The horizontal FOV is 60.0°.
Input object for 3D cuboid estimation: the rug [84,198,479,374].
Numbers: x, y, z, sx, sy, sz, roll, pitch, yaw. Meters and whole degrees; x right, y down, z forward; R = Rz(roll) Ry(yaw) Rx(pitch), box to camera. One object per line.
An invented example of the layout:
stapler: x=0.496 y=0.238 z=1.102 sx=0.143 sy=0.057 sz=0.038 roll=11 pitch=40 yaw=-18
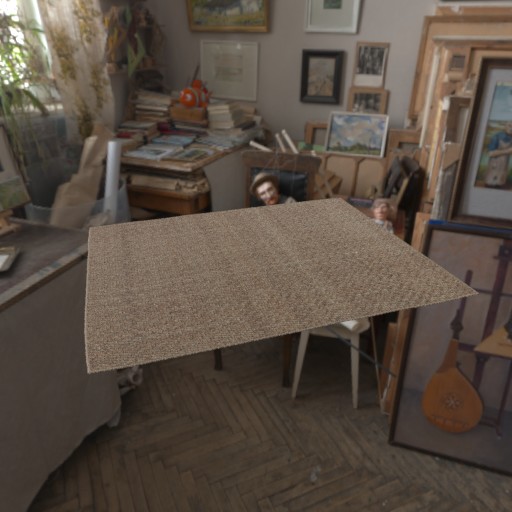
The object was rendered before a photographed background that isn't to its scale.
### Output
rug: x=0.000 y=0.000 z=4.191 sx=3.048 sy=0.013 sz=2.439 roll=-9 pitch=28 yaw=-16
